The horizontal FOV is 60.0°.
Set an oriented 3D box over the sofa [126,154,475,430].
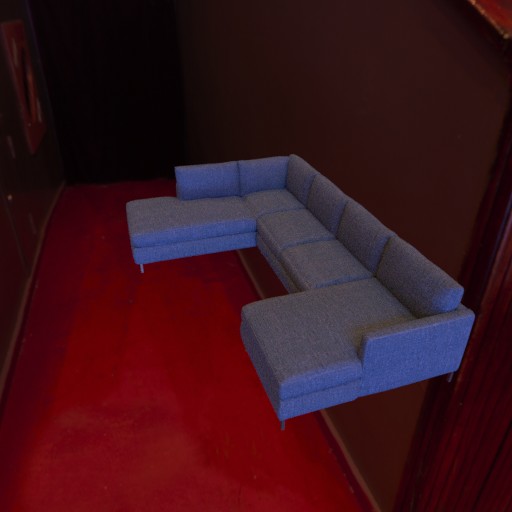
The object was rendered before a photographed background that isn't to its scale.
[{"bbox_3d":[0.000,0.000,3.554,1.879,0.753,2.737,-9,32,-15],"label":"sofa"}]
